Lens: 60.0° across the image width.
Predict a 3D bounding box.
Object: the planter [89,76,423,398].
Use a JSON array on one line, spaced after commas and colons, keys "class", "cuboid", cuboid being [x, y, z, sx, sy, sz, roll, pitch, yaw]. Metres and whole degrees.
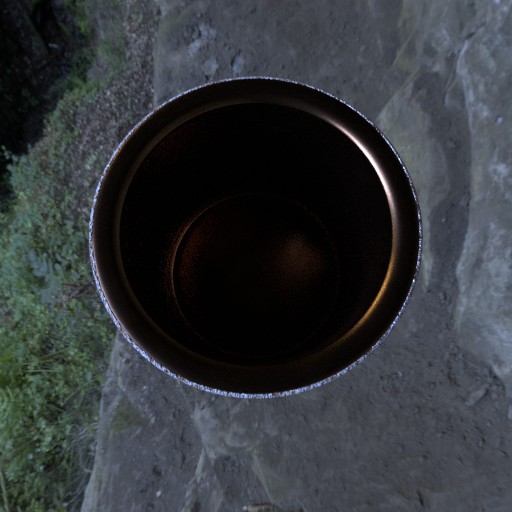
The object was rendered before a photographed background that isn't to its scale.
[{"class": "planter", "cuboid": [0.000, 0.000, 0.187, 0.109, 0.096, 0.109, 0, 78, 0]}]
